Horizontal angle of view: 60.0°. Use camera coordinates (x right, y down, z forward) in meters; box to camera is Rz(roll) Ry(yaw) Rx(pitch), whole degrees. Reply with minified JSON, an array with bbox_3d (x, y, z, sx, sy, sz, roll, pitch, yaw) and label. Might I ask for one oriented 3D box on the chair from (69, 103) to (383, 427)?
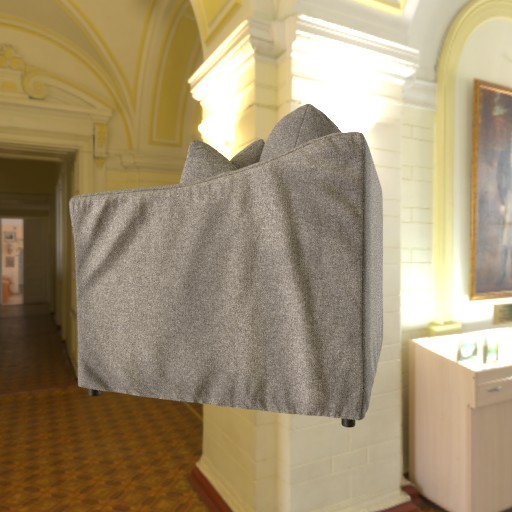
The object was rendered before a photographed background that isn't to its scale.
[{"bbox_3d":[0.000,0.000,2.001,1.071,1.059,1.194,0,0,18],"label":"chair"}]
